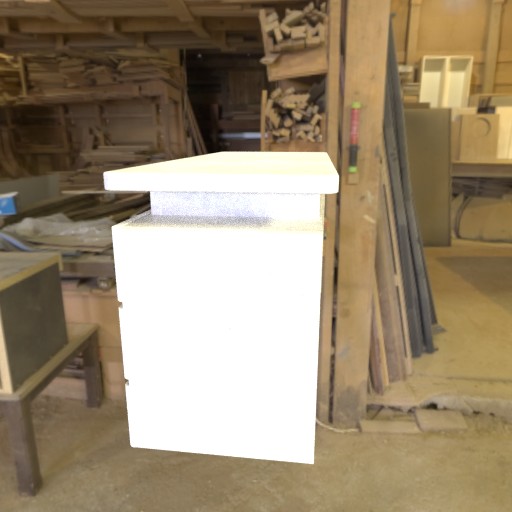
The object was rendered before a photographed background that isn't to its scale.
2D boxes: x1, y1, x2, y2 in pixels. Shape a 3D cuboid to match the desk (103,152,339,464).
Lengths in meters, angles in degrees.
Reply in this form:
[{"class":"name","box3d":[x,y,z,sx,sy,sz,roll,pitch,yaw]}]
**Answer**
[{"class":"desk","box3d":[0.000,0.000,1.753,0.550,0.755,1.400,2,15,7]}]
